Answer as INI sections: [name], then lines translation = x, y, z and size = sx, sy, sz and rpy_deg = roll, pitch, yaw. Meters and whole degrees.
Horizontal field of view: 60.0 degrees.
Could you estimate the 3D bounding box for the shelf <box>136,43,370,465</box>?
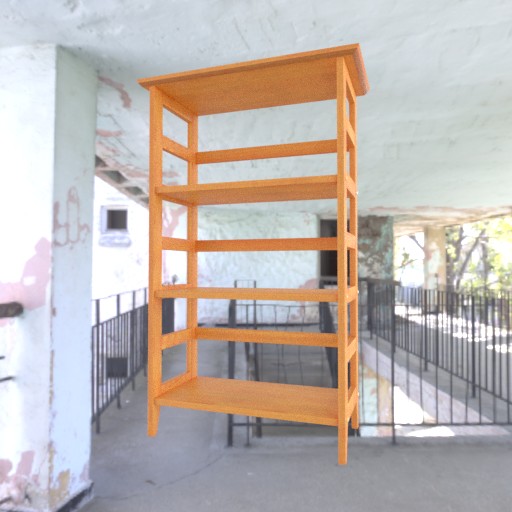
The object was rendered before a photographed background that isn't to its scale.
[shelf]
translation = 0.000, 0.000, 1.362
size = 0.660, 1.067, 0.305
rpy_deg = -1, -2, 19
